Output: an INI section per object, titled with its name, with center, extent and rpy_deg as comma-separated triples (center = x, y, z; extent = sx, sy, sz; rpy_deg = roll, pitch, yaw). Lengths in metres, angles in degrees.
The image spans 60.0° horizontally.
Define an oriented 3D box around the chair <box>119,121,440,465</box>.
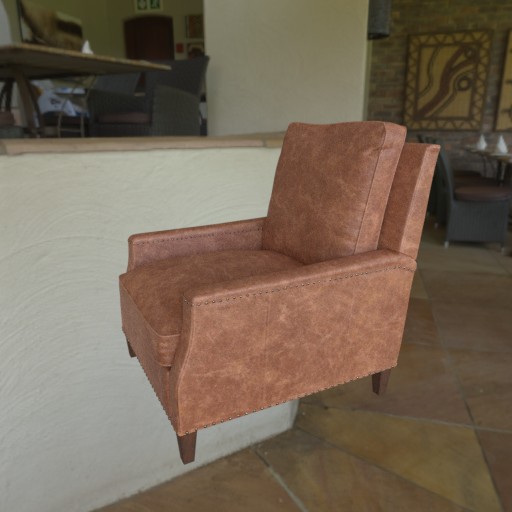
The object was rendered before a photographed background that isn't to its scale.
[chair]
center = 0.000, 0.000, 1.810
extent = 1.035, 1.054, 0.854
rpy_deg = -8, 19, -26
